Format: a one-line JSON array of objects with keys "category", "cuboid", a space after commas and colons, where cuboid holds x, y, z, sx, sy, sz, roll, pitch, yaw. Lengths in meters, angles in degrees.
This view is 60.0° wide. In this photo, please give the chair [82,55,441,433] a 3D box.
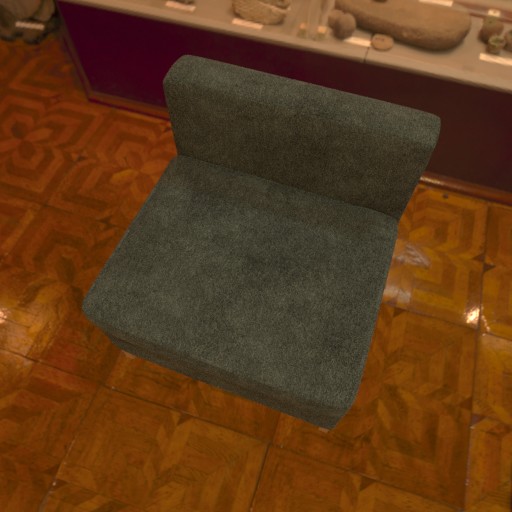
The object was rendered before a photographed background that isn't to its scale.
[{"category": "chair", "cuboid": [0.000, 0.000, 1.195, 0.680, 0.660, 0.680, 18, 61, 10]}]
